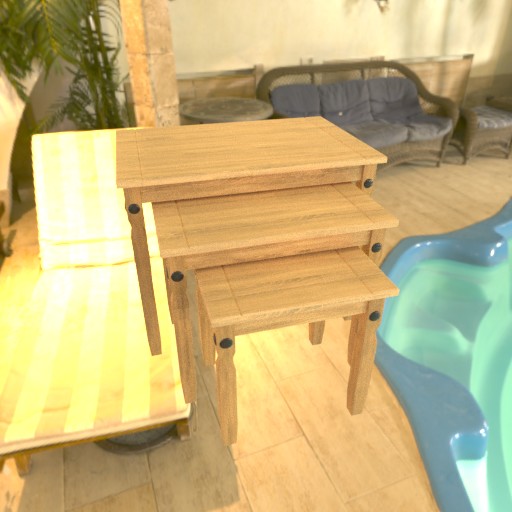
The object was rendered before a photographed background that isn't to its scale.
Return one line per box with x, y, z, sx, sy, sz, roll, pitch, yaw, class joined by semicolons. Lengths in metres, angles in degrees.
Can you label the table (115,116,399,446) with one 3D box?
0.000;0.000;1.216;0.660;0.535;0.773;-8;32;-13;table
